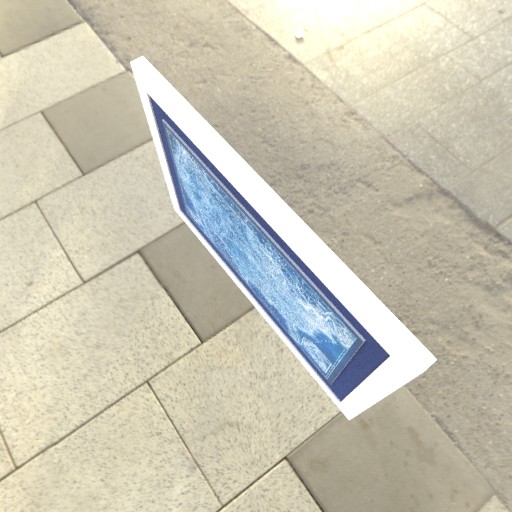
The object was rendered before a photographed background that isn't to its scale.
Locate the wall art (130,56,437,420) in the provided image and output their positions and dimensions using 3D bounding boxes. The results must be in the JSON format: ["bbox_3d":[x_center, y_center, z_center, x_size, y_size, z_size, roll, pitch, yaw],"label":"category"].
[{"bbox_3d":[0.000,0.000,1.662,0.051,0.902,1.308,-35,68,-16],"label":"wall art"}]
